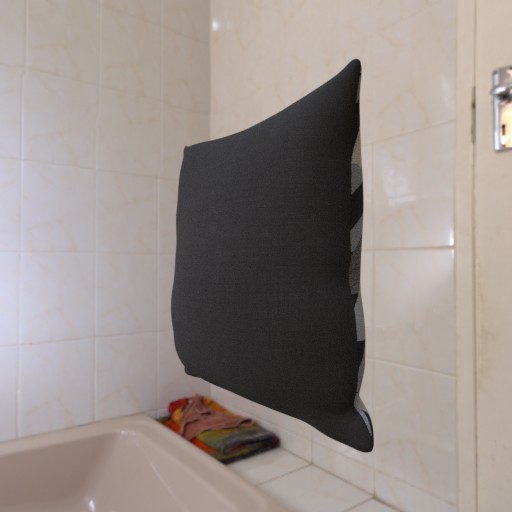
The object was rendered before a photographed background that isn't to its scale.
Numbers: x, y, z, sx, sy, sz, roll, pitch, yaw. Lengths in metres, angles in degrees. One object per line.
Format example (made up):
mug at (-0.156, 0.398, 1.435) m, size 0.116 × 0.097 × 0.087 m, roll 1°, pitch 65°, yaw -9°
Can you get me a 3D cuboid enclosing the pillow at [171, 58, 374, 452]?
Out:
pillow at (0.000, 0.000, 0.755) m, size 0.208 × 0.496 × 0.503 m, roll 1°, pitch -1°, yaw -36°
